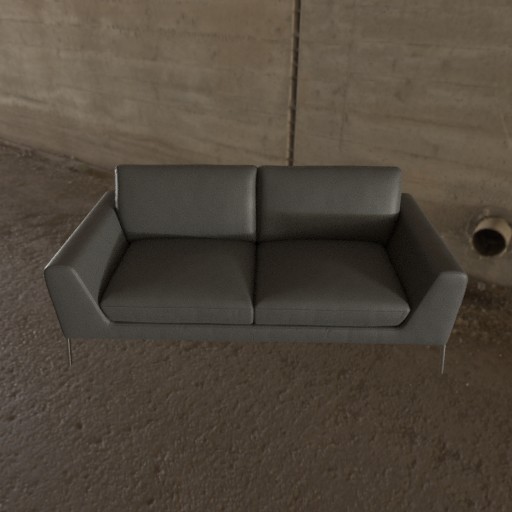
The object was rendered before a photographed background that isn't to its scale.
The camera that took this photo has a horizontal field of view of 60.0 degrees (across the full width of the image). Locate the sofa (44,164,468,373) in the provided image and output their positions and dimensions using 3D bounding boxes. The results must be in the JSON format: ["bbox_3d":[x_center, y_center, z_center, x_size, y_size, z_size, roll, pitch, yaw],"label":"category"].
[{"bbox_3d":[0.000,0.000,2.550,2.017,0.875,0.953,1,31,1],"label":"sofa"}]
